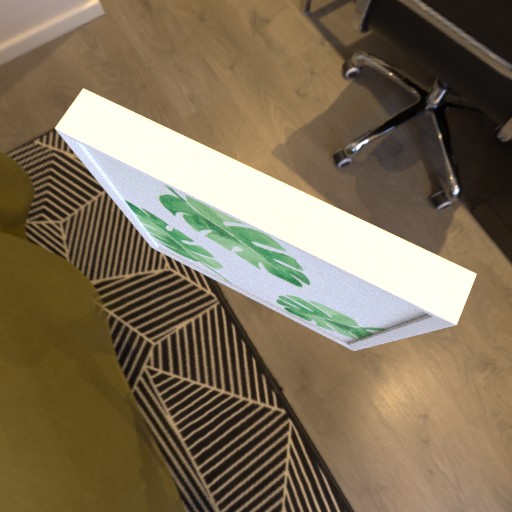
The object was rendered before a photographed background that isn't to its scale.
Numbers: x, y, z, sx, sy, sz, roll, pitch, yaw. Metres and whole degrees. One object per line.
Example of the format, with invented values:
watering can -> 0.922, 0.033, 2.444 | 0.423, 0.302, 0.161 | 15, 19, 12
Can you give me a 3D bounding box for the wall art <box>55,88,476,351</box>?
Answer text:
wall art -> 0.000, 0.000, 0.450 | 0.305, 0.305, 0.038 | 26, 76, 7
